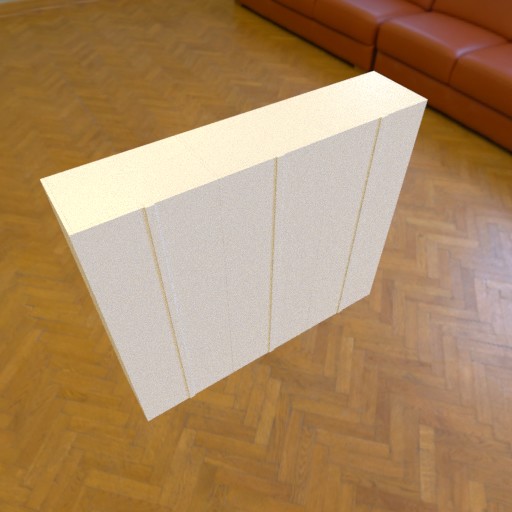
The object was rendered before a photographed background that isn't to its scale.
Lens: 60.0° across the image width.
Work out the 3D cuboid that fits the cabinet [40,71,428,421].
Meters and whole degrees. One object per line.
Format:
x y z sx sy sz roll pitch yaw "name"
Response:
0.000 0.000 3.847 2.700 2.370 0.590 -25 52 -22 "cabinet"
